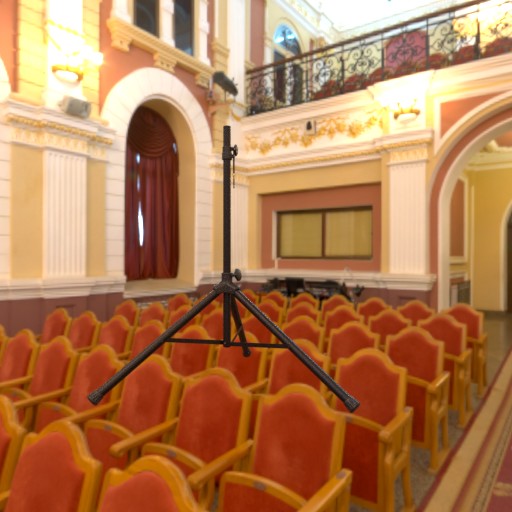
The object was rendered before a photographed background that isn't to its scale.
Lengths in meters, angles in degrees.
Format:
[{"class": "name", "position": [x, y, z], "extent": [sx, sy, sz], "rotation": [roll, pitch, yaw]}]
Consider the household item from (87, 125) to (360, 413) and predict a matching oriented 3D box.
[{"class": "household item", "position": [0.000, 0.000, 1.853], "extent": [0.907, 1.136, 1.045], "rotation": [0, 0, 36]}]
